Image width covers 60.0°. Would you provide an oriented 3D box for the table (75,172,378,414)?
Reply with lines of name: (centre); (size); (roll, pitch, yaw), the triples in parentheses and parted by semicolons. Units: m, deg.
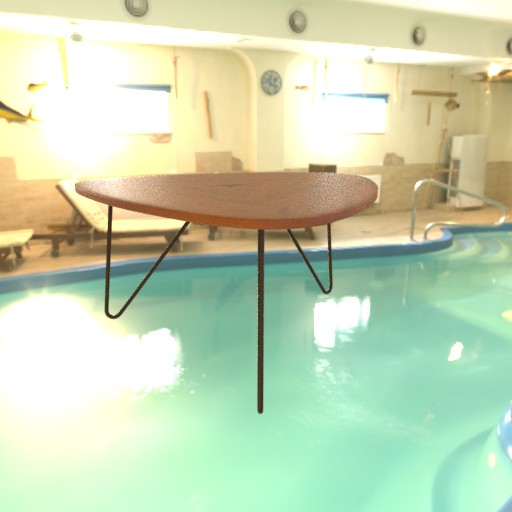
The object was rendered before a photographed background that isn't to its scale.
table: (0.000, 0.000, 1.263); (0.821, 0.413, 0.833); (-15, 22, -42)
